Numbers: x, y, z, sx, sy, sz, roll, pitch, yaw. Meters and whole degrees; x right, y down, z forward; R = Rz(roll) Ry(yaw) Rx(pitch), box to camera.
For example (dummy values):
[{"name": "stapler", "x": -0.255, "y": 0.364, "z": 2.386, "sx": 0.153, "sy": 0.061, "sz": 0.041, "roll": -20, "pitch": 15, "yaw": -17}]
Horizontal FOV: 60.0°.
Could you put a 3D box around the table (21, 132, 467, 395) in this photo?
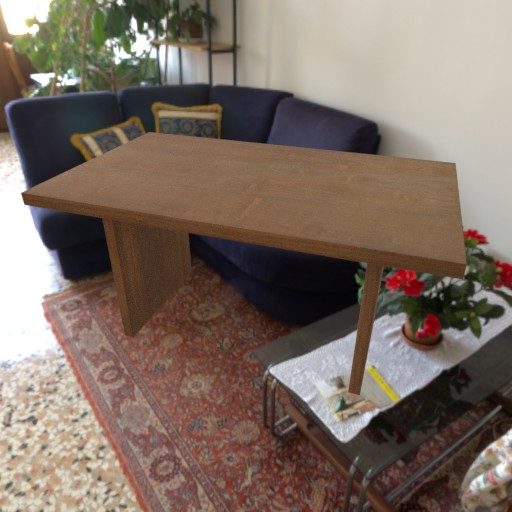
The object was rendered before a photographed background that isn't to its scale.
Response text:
[{"name": "table", "x": 0.000, "y": 0.000, "z": 2.076, "sx": 1.609, "sy": 0.780, "sz": 0.946, "roll": 10, "pitch": 32, "yaw": 17}]
